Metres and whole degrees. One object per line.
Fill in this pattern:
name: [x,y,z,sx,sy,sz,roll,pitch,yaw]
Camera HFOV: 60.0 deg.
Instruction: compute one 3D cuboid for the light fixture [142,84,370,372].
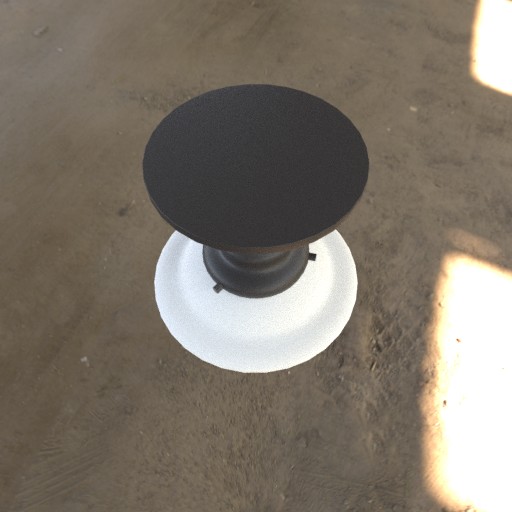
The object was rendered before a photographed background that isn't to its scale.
light fixture: [0.000,0.000,0.406,0.197,0.254,0.197,0,58,0]
